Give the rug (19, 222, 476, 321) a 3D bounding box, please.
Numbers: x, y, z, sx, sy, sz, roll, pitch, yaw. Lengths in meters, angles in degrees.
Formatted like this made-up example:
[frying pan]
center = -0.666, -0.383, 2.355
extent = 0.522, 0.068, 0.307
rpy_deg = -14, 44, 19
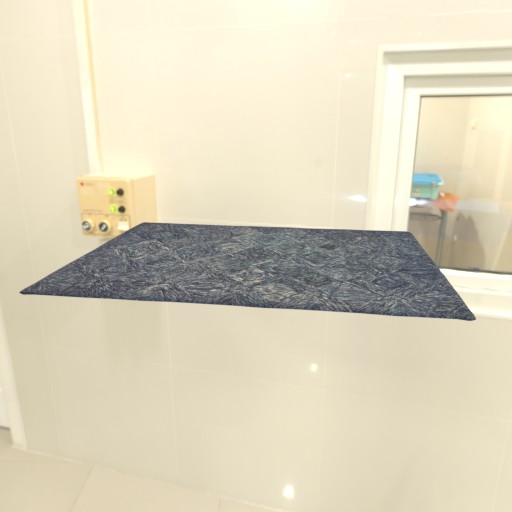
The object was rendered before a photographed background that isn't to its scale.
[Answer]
[rug]
center = 0.000, 0.000, 4.191
extent = 3.245, 0.024, 2.385
rpy_deg = 2, 17, 8
